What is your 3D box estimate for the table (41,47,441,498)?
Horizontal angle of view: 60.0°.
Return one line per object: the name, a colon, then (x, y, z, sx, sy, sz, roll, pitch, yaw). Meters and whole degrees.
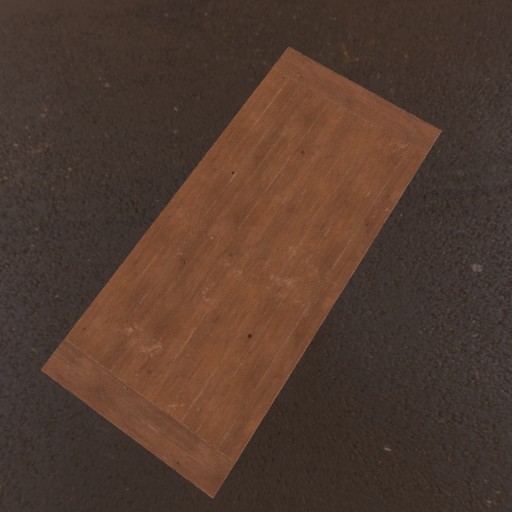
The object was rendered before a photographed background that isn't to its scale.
table: (0.000, 0.000, 2.090, 0.820, 0.465, 1.800, 33, 77, 8)
